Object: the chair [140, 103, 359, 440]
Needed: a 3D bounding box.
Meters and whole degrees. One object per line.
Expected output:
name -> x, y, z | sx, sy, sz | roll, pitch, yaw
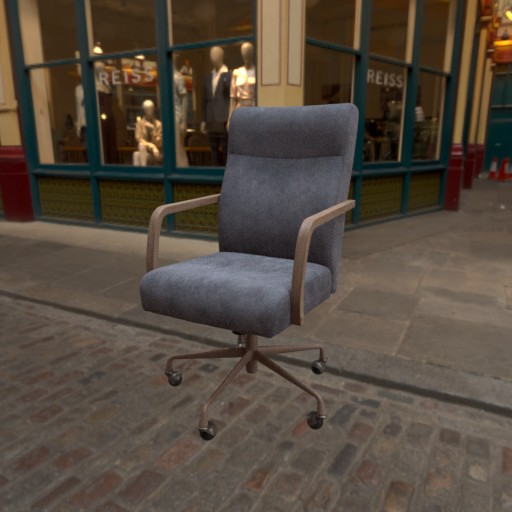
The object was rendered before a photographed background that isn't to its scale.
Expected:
chair -> 0.000, 0.000, 1.538 | 0.640, 1.029, 0.741 | 8, 17, 26
